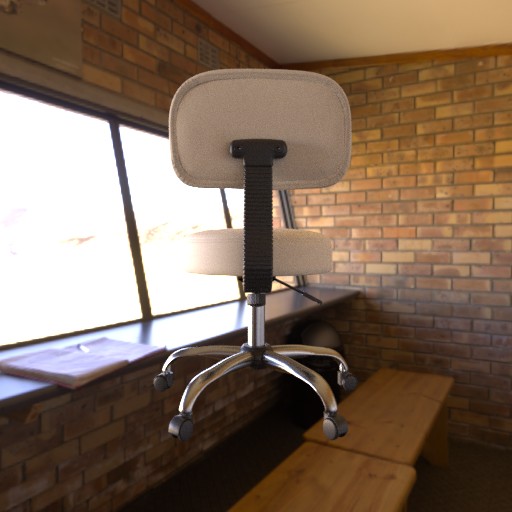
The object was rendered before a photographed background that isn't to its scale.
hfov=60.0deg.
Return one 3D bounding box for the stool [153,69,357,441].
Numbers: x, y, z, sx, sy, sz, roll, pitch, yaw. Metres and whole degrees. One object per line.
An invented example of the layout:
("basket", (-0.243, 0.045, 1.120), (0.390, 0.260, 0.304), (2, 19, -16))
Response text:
("stool", (0.000, 0.000, 1.241), (0.609, 0.810, 0.616), (0, 2, -1))
